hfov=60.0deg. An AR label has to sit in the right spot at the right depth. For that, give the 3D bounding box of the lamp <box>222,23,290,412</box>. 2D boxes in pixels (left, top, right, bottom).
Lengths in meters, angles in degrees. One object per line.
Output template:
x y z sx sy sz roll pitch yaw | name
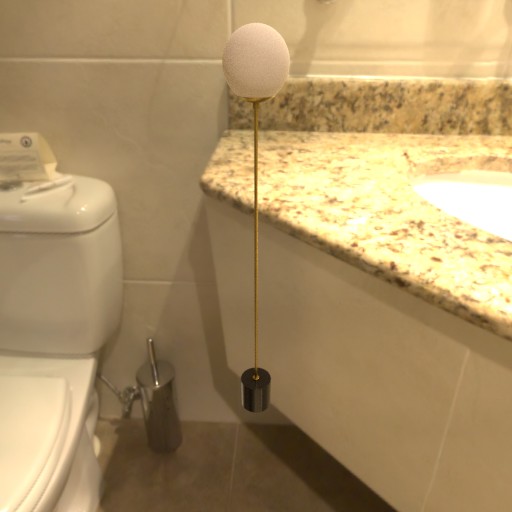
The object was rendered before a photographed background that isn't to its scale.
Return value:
0.000 0.000 1.877 0.229 1.748 0.229 -18 35 -29 | lamp
